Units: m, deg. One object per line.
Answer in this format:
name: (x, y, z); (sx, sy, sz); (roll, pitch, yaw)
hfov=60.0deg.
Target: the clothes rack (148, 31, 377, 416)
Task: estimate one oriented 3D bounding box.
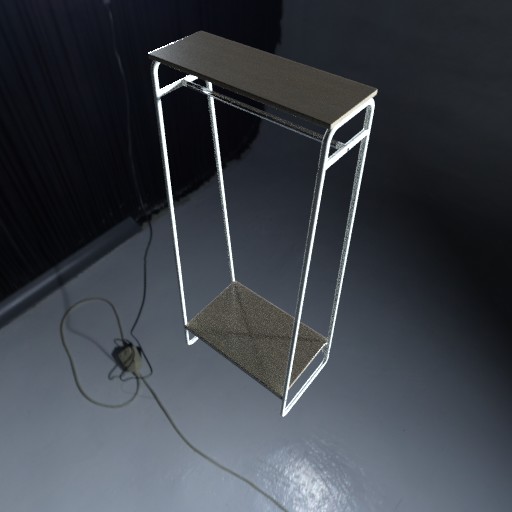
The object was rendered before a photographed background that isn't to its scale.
clothes rack: (0.000, 0.000, 1.785); (0.640, 1.512, 0.400); (30, 54, 25)
